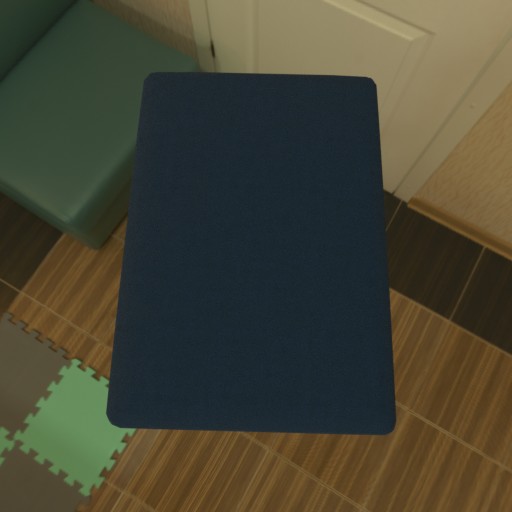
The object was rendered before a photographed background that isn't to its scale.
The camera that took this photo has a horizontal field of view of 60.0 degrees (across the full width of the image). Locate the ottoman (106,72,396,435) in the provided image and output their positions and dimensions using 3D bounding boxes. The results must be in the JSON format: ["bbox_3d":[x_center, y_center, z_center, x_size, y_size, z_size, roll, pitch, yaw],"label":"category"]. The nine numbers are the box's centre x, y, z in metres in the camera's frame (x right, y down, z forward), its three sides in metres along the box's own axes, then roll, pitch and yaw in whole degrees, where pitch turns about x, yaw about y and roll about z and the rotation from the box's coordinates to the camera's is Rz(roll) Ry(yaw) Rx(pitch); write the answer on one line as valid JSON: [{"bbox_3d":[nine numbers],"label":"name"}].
[{"bbox_3d":[0.000,0.000,1.171,0.587,0.498,0.835,1,74,0],"label":"ottoman"}]
